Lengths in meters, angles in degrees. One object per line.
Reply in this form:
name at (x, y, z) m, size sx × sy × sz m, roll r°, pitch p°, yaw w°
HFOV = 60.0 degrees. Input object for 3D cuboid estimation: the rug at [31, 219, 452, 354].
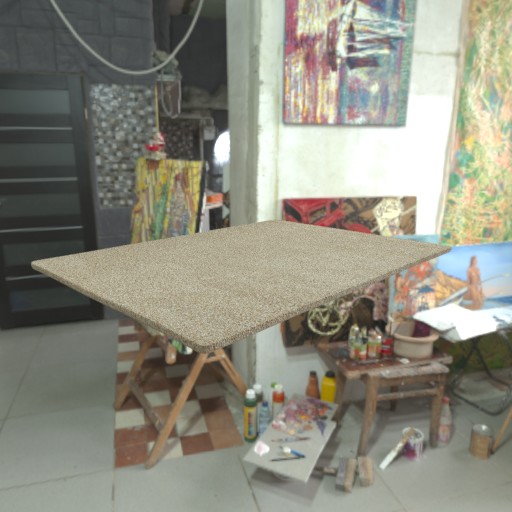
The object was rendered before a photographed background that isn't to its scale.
rug at (0.000, 0.000, 2.074) m, size 1.199 × 0.025 × 1.600 m, roll 13°, pitch 19°, yaw 43°
